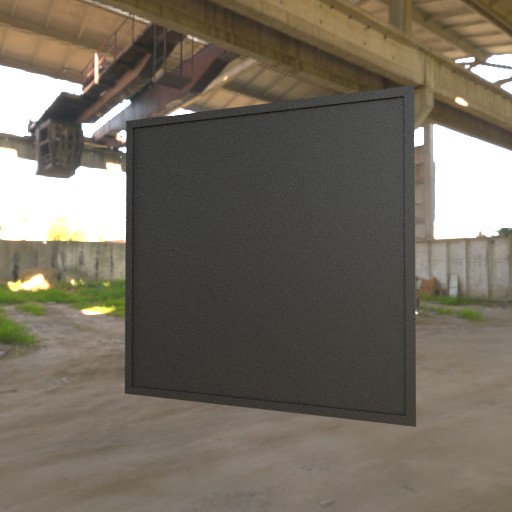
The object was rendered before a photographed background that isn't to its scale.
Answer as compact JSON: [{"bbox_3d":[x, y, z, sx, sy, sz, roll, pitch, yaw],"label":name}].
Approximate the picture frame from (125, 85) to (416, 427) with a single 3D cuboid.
[{"bbox_3d":[0.000,0.000,1.147,0.775,0.775,0.032,0,-1,19],"label":"picture frame"}]
